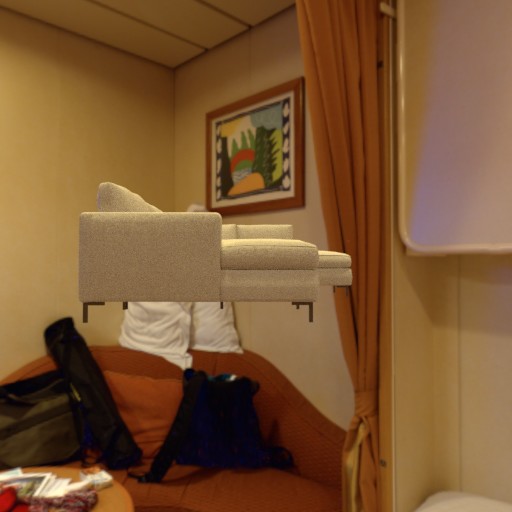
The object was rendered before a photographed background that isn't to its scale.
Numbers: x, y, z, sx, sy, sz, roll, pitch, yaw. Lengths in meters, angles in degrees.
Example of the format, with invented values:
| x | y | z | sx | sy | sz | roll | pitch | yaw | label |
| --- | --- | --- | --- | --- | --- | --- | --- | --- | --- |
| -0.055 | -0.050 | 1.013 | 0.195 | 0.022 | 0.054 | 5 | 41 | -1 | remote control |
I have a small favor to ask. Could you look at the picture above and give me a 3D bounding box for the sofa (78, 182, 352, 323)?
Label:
| x | y | z | sx | sy | sz | roll | pitch | yaw | label |
| --- | --- | --- | --- | --- | --- | --- | --- | --- | --- |
| 0.000 | 0.000 | 3.633 | 1.879 | 0.756 | 2.737 | 0 | -1 | -1 | sofa |
